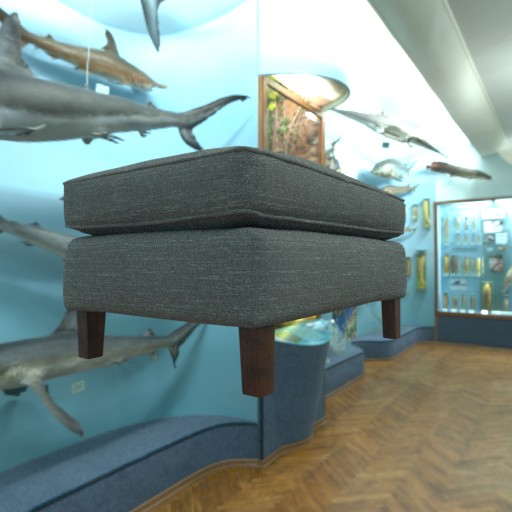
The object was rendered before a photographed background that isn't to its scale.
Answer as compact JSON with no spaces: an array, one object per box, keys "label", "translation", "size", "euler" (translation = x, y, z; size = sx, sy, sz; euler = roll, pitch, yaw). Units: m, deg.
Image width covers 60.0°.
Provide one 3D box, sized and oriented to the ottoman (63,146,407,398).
[{"label":"ottoman","translation":[0.000,0.000,0.994],"size":[0.508,0.406,0.686],"euler":[0,-1,36]}]
